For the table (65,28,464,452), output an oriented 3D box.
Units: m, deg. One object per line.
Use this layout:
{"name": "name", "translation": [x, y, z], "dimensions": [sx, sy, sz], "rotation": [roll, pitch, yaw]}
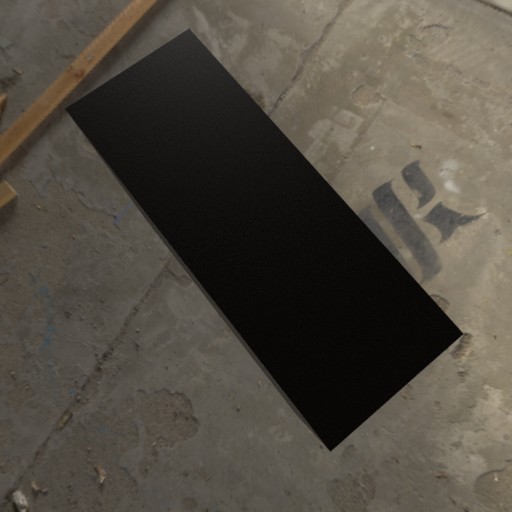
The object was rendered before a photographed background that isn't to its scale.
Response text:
{"name": "table", "translation": [0.000, 0.000, 1.336], "dimensions": [0.380, 0.790, 0.930], "rotation": [-38, 79, -9]}
